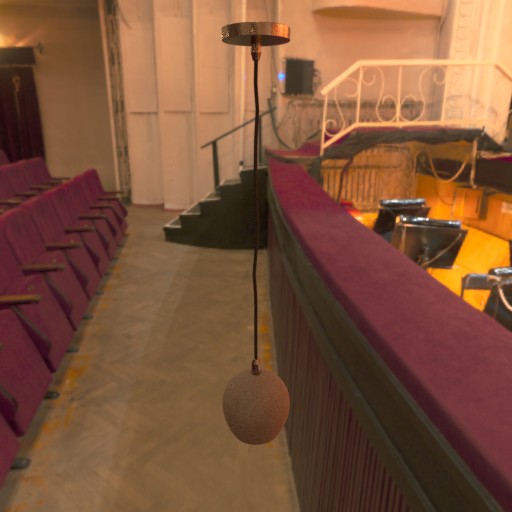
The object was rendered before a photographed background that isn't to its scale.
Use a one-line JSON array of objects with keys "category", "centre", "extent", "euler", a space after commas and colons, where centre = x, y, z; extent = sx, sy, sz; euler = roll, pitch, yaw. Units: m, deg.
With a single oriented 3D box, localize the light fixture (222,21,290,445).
[{"category": "light fixture", "centre": [0.000, 0.000, 0.824], "extent": [0.139, 0.764, 0.139], "euler": [-3, 17, -9]}]
